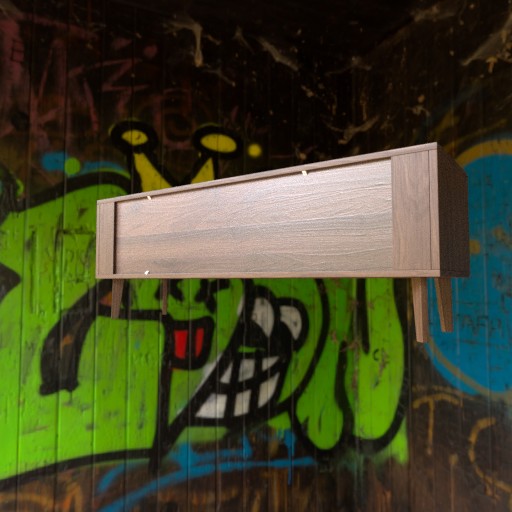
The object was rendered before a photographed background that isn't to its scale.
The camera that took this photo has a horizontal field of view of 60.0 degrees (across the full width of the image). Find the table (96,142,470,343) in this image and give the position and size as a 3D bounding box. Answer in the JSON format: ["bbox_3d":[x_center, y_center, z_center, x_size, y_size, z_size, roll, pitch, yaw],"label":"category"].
[{"bbox_3d":[0.000,0.000,1.663,1.397,0.508,0.405,-2,-4,35],"label":"table"}]
